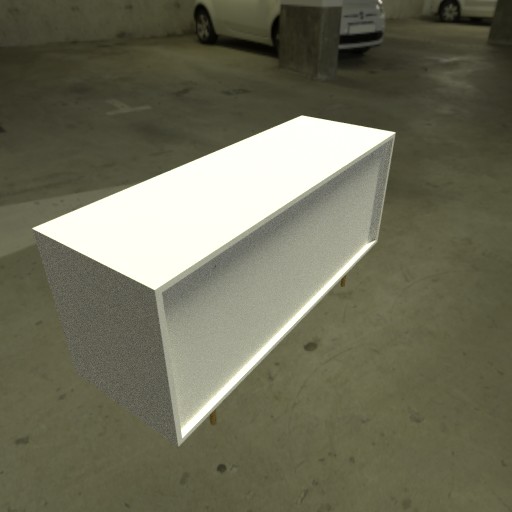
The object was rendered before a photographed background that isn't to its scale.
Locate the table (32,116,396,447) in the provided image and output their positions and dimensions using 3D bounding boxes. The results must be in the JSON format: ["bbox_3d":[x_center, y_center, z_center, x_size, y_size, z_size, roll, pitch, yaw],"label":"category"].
[{"bbox_3d":[0.000,0.000,1.864,0.508,0.769,1.500,21,38,30],"label":"table"}]
